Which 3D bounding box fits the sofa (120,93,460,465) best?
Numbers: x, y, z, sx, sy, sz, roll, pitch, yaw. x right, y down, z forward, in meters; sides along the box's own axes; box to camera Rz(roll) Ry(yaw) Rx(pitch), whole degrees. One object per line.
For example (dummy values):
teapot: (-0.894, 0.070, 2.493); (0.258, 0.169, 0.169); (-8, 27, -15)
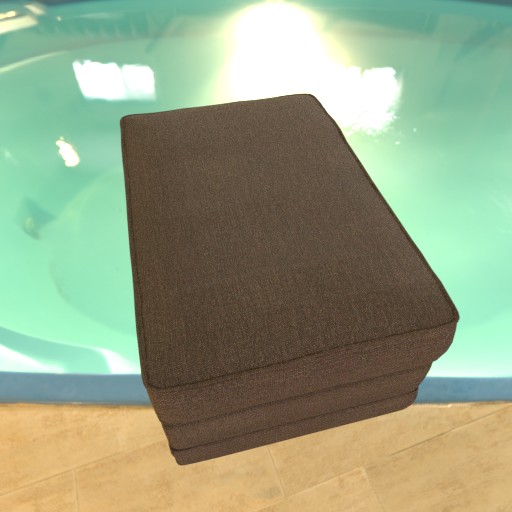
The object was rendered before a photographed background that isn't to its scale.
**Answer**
sofa: (0.000, 0.000, 1.157); (0.578, 0.457, 0.854); (-11, 49, -9)
